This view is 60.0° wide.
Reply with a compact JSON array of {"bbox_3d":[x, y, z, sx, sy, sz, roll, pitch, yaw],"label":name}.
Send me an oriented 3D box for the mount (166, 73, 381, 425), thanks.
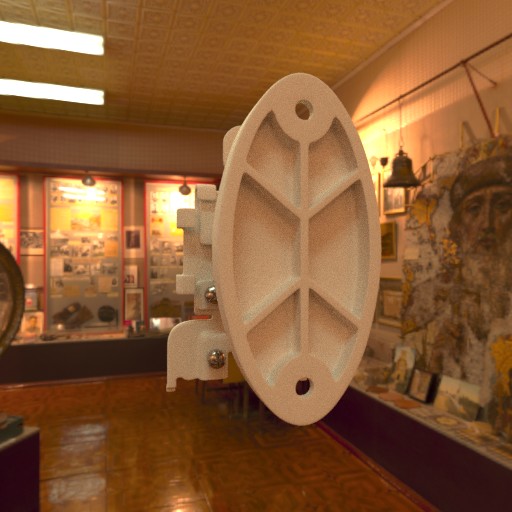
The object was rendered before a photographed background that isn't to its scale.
[{"bbox_3d":[0.000,0.000,0.179,0.066,0.118,0.100,0,-1,-17],"label":"mount"}]
